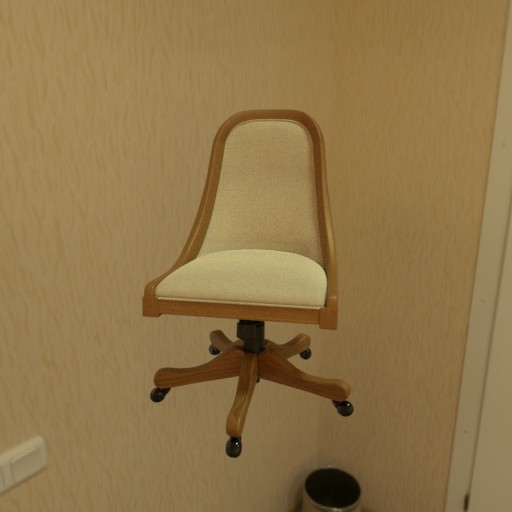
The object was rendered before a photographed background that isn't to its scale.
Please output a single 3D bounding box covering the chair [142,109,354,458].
[{"bbox_3d":[0.000,0.000,1.529,0.702,1.009,0.811,3,15,10],"label":"chair"}]
